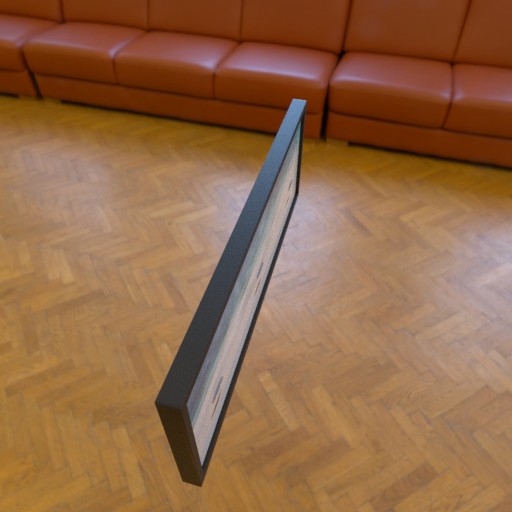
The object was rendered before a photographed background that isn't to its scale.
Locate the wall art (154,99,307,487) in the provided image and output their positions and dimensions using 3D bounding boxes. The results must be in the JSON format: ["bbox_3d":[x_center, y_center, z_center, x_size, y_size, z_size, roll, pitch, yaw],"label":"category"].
[{"bbox_3d":[0.000,0.000,0.963,0.037,0.303,0.860,11,47,11],"label":"wall art"}]
